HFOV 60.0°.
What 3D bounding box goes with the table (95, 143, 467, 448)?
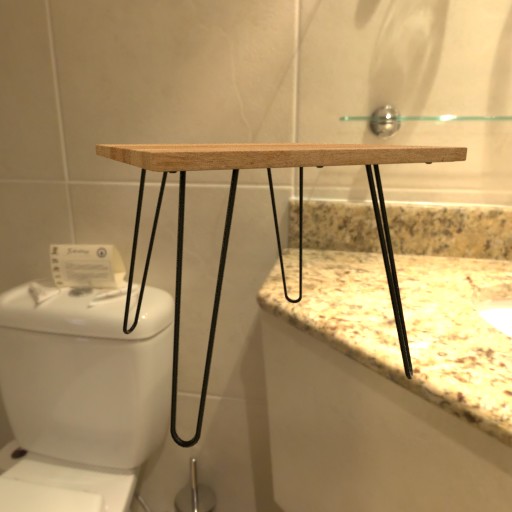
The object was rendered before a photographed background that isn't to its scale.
[{"bbox_3d":[0.000,0.000,1.035,0.599,0.500,0.599,-7,17,-25],"label":"table"}]
